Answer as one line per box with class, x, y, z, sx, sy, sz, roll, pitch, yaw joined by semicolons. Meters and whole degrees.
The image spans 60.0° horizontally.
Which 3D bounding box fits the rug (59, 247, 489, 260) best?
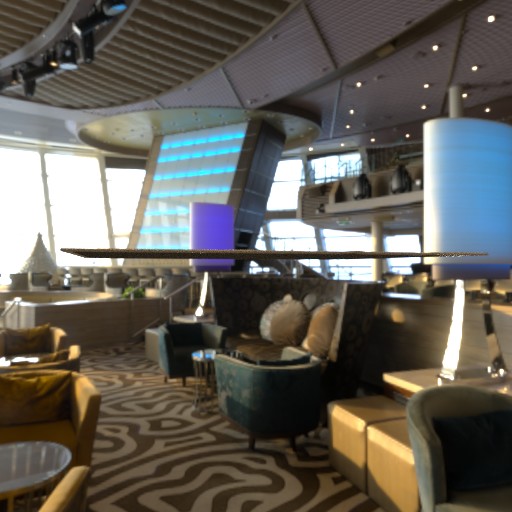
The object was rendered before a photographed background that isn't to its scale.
rug;0.000;0.000;4.825;3.659;0.037;2.734;0;-1;-18
